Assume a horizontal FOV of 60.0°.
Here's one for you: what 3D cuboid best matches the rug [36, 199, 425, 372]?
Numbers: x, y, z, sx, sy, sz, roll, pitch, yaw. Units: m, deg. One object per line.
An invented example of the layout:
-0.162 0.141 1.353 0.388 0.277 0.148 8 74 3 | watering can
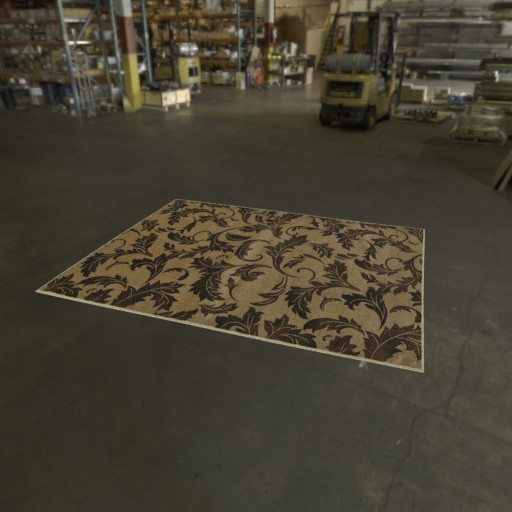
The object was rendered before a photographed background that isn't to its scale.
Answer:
0.000 0.000 4.139 2.977 0.008 2.380 9 28 17 | rug
